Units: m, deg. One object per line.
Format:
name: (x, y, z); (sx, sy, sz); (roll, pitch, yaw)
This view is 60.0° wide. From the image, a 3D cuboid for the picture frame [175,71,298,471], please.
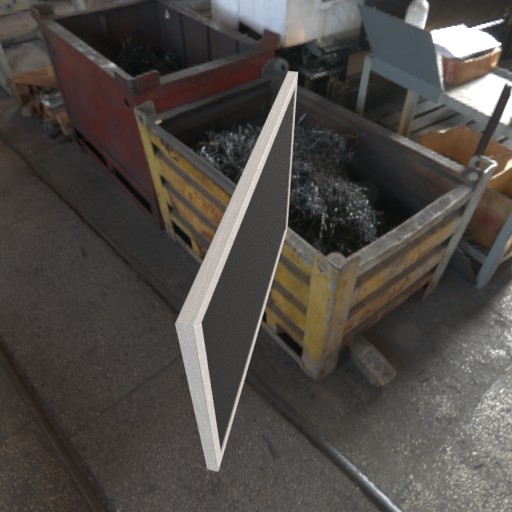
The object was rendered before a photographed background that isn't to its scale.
picture frame: (0.000, 0.000, 1.238); (0.029, 0.640, 0.950); (10, 47, 9)
